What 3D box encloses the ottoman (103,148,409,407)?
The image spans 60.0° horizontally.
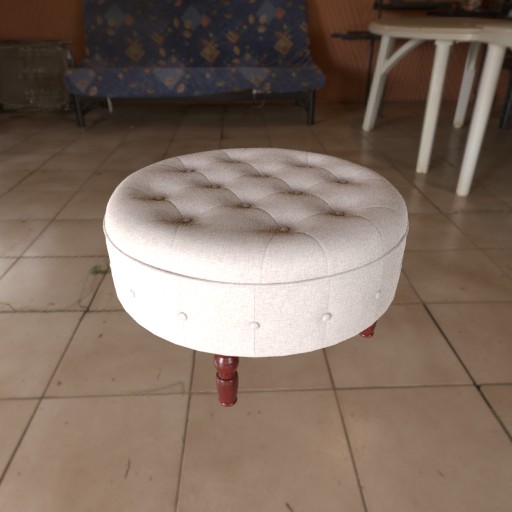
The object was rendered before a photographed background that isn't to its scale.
[{"bbox_3d":[0.000,0.000,1.364,0.849,0.478,0.849,0,29,0],"label":"ottoman"}]
